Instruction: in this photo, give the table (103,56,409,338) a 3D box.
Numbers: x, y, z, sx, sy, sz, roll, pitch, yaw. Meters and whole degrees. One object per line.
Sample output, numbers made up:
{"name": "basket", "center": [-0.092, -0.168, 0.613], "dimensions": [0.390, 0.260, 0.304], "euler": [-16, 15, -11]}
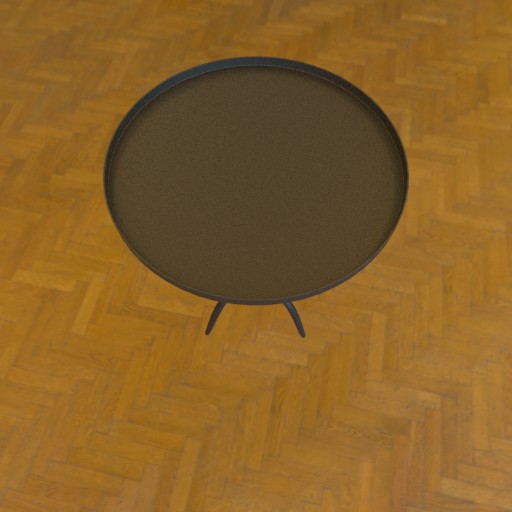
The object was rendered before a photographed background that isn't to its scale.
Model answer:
{"name": "table", "center": [0.000, 0.000, 1.046], "dimensions": [0.502, 0.700, 0.502], "euler": [-31, 67, -15]}
